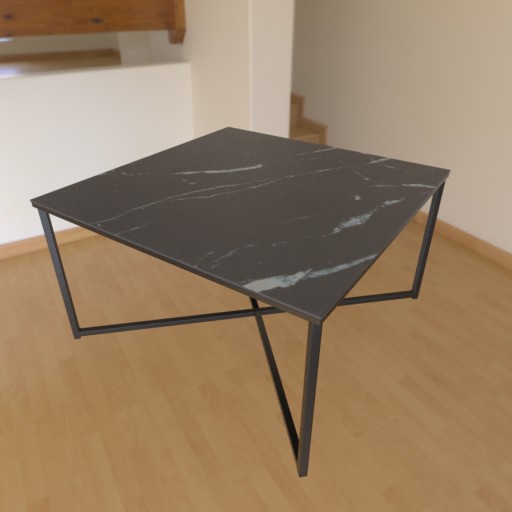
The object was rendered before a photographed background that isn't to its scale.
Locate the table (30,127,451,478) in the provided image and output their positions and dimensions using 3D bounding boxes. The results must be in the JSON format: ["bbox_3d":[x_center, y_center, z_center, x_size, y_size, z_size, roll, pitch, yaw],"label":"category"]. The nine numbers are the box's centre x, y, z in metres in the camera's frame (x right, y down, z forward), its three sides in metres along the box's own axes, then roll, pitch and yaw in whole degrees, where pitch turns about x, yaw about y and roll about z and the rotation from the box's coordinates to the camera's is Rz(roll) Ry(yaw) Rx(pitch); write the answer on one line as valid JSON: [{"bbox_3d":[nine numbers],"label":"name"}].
[{"bbox_3d":[0.000,0.000,1.293,0.800,0.450,0.800,20,37,29],"label":"table"}]
